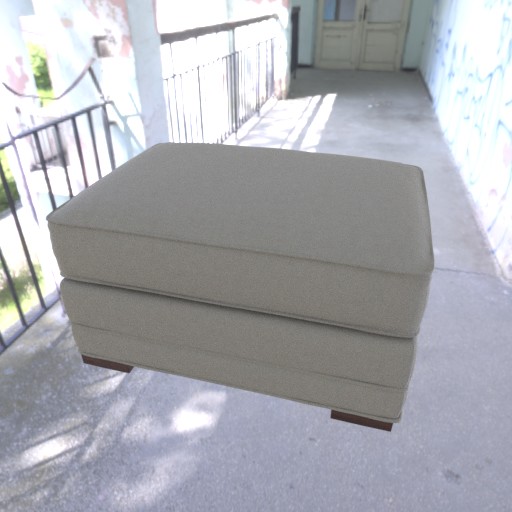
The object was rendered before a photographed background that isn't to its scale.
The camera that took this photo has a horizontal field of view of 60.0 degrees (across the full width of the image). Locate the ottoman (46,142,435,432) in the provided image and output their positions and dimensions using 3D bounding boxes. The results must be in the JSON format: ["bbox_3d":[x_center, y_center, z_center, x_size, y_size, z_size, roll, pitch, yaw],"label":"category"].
[{"bbox_3d":[0.000,0.000,1.213,0.848,0.482,0.611,8,32,13],"label":"ottoman"}]
